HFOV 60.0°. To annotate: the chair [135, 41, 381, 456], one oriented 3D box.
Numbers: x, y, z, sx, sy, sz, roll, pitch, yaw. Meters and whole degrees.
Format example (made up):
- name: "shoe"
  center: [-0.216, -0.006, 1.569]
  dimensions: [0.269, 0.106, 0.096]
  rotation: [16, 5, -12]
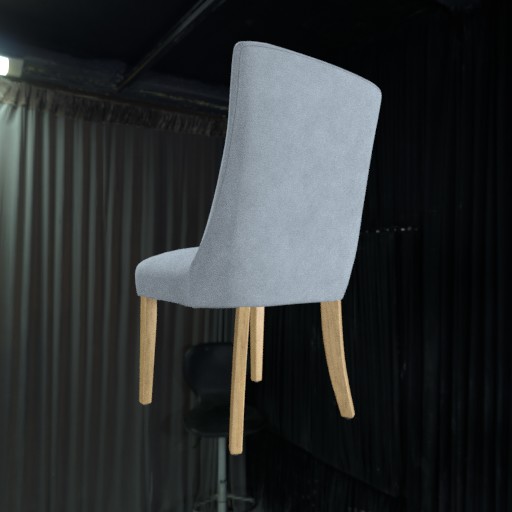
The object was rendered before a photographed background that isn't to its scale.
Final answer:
- name: "chair"
  center: [0.000, 0.000, 1.257]
  dimensions: [0.495, 0.902, 0.610]
  rotation: [1, -1, -37]
